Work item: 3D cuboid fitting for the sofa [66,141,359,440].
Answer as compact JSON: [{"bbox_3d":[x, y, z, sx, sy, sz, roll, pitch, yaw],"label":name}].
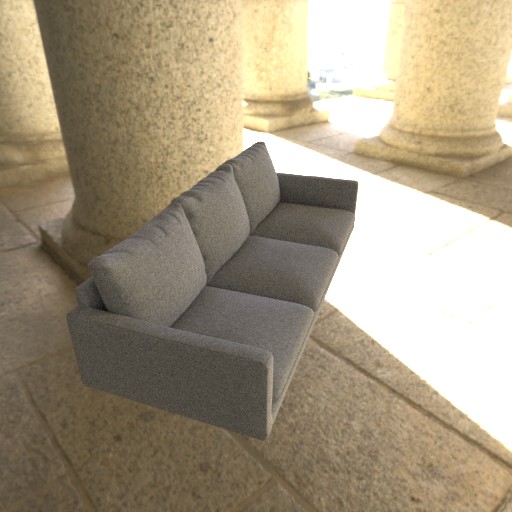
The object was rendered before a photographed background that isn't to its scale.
[{"bbox_3d":[0.000,0.000,2.481,0.850,0.830,2.000,10,30,18],"label":"sofa"}]
